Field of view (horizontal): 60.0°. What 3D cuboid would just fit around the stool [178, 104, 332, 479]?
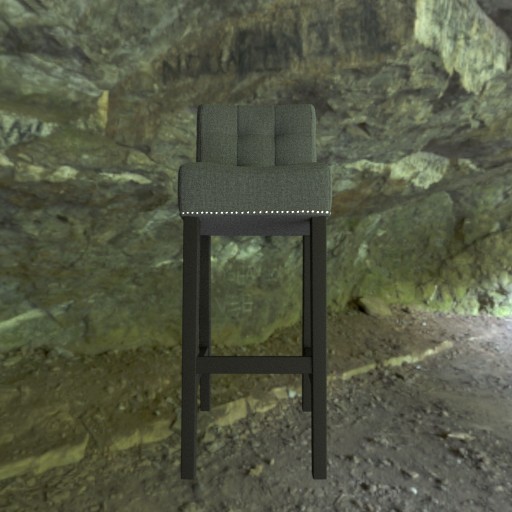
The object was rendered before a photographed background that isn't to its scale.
[{"bbox_3d":[0.000,0.000,1.307,0.411,1.047,0.548,0,0,0],"label":"stool"}]
